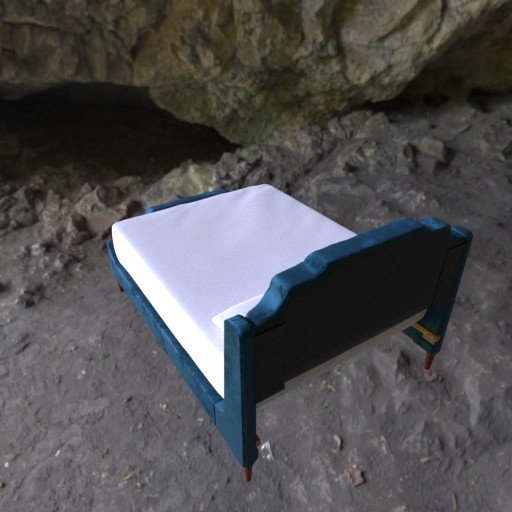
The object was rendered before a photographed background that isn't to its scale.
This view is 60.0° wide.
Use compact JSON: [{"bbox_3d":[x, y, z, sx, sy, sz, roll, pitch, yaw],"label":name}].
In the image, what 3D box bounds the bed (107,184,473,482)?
[{"bbox_3d":[0.000,0.000,3.371,1.678,1.338,2.322,-19,37,-28],"label":"bed"}]
